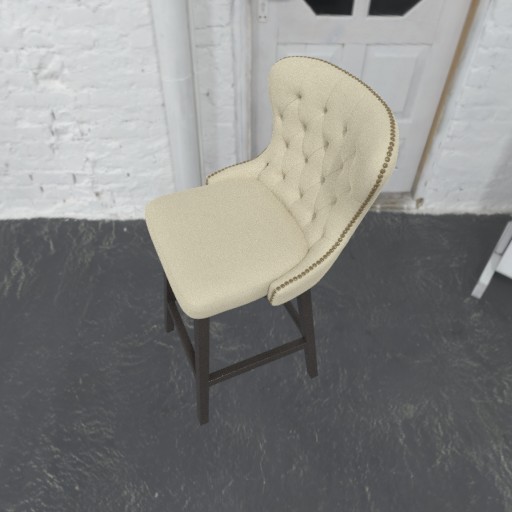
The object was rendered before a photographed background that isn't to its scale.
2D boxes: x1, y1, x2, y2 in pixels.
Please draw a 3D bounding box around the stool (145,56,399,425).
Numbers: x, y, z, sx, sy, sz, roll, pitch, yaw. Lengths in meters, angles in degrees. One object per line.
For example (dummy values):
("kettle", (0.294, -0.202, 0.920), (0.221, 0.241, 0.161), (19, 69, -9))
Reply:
("stool", (0.000, 0.000, 1.331), (0.593, 0.971, 0.528), (-18, 49, -16))
